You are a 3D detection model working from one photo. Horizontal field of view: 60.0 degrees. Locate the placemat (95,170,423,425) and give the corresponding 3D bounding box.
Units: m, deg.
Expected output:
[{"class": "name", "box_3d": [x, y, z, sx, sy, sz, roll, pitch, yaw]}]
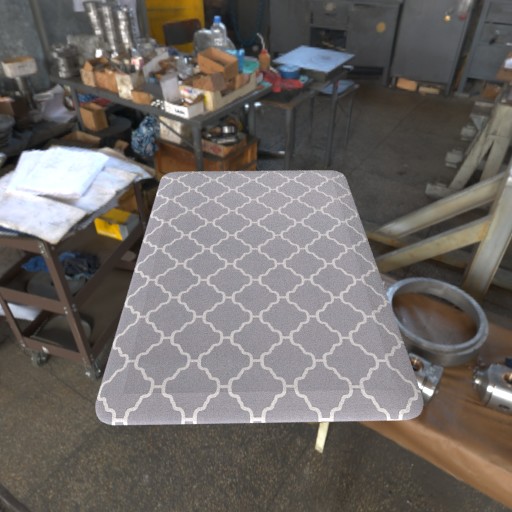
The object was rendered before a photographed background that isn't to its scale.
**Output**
[{"class": "placemat", "box_3d": [0.000, 0.000, 0.949, 0.508, 0.021, 0.762, -1, 40, -1]}]
